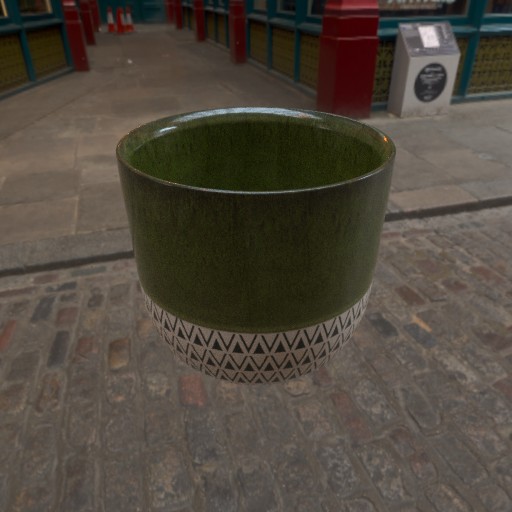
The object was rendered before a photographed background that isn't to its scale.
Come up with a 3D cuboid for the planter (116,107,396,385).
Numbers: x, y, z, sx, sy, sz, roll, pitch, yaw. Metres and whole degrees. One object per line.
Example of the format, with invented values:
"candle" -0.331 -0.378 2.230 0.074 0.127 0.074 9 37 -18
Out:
"planter" 0.000 0.000 0.504 0.266 0.270 0.266 0 32 0
